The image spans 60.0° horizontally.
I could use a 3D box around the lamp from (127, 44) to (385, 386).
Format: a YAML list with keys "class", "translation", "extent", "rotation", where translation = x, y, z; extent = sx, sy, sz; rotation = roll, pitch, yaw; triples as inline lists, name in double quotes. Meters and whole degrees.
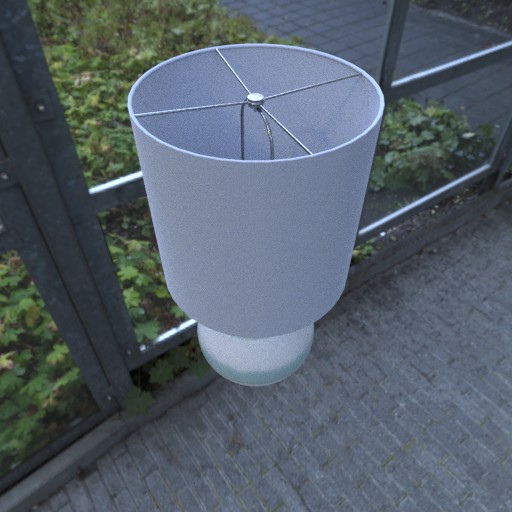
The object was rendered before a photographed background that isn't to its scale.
- class: "lamp"
  translation: [0.000, 0.000, 0.524]
  extent: [0.217, 0.404, 0.217]
  rotation: [-16, 48, -16]
